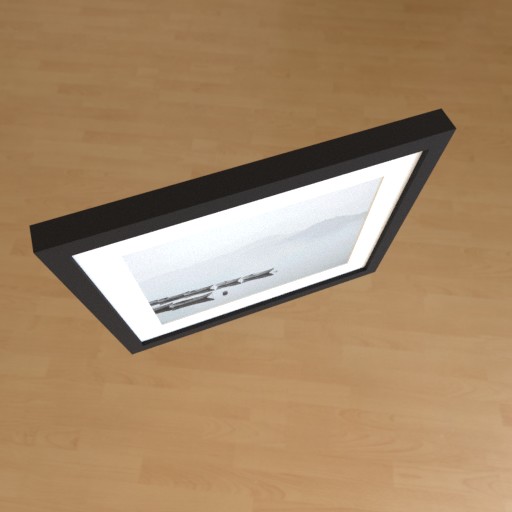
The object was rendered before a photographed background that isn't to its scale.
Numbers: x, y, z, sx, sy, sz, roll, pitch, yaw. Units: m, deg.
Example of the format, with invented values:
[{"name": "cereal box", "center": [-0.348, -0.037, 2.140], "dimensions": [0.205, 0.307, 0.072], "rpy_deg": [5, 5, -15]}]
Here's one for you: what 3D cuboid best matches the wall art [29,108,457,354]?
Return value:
[{"name": "wall art", "center": [0.000, 0.000, 0.543], "dimensions": [0.397, 0.325, 0.028], "rpy_deg": [-18, 64, -9]}]
